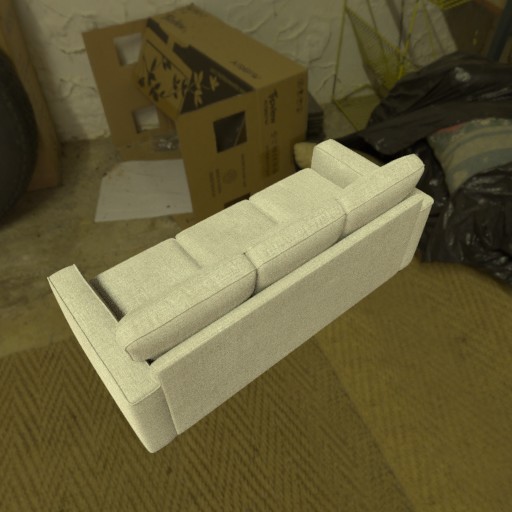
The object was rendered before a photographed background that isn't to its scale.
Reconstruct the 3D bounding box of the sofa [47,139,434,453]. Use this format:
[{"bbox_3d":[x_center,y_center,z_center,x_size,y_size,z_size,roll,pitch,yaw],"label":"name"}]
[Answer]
[{"bbox_3d":[0.000,0.000,2.657,2.133,0.965,0.939,-31,54,-26],"label":"sofa"}]
